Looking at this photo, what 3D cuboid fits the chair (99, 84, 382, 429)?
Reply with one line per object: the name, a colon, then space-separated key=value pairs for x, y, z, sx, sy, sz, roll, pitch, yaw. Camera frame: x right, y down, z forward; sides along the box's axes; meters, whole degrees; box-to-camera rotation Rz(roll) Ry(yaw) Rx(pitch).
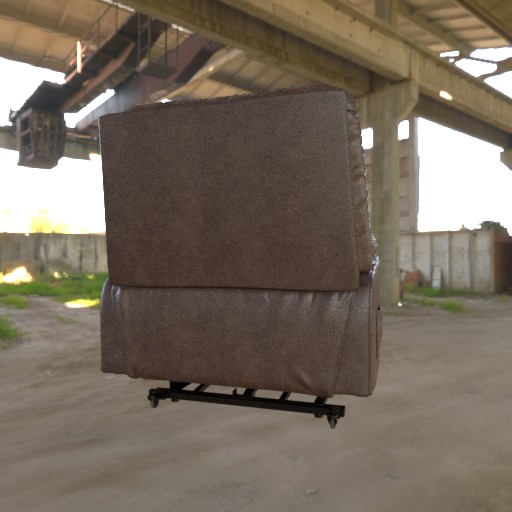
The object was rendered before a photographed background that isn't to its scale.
chair: x=0.000 y=0.000 z=1.715 sx=0.940 sy=1.041 sz=0.879 roll=0 pitch=0 yaw=17
